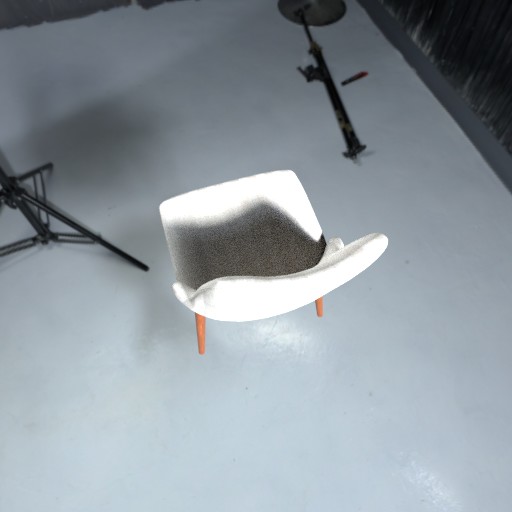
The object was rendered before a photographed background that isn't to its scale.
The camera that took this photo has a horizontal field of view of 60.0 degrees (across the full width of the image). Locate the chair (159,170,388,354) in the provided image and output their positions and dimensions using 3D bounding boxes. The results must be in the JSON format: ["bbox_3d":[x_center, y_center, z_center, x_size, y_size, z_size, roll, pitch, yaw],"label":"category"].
[{"bbox_3d":[0.000,0.000,1.328,0.526,0.917,0.684,-16,61,-9],"label":"chair"}]
